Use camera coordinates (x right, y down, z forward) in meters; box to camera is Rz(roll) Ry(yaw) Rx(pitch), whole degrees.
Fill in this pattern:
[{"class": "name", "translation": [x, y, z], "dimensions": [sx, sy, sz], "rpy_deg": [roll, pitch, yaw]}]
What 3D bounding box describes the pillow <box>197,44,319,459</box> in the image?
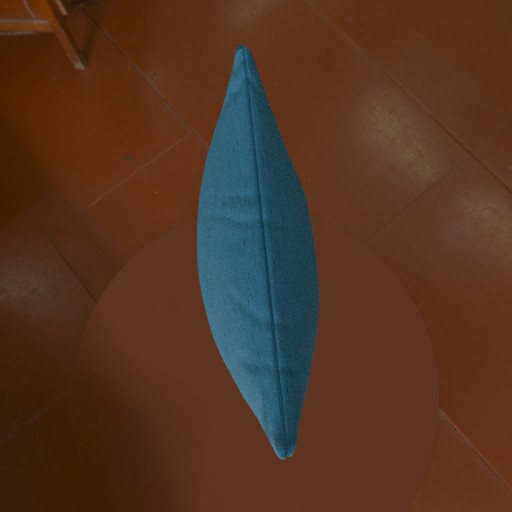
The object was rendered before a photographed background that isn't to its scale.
[{"class": "pillow", "translation": [0.000, 0.000, 0.799], "dimensions": [0.210, 0.338, 0.633], "rpy_deg": [-5, 75, -1]}]
